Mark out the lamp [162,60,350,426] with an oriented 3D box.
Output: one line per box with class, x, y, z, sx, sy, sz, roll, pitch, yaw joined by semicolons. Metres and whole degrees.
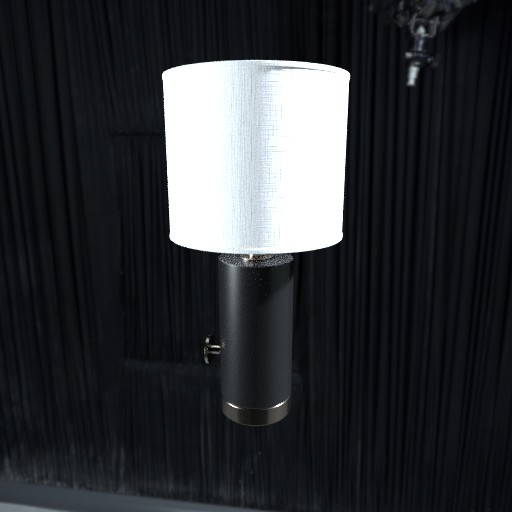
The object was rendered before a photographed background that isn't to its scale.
lamp;0.000;0.000;0.639;0.240;0.482;0.241;2;14;9
